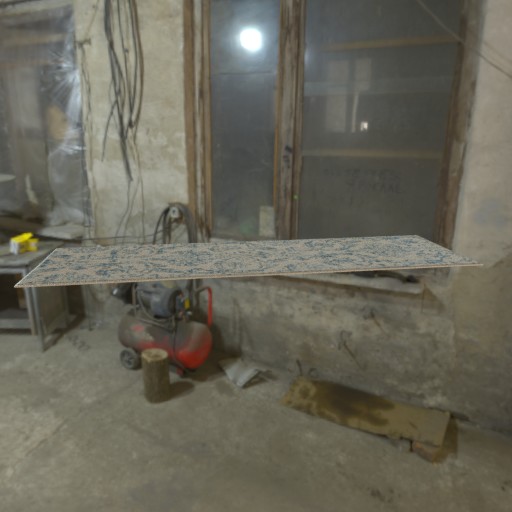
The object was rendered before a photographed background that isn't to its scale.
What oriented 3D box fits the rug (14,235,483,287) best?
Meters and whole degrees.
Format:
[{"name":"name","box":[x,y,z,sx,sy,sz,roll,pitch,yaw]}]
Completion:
[{"name":"rug","box":[0.000,0.000,2.369,2.196,0.011,0.662,-2,16,-8]}]
